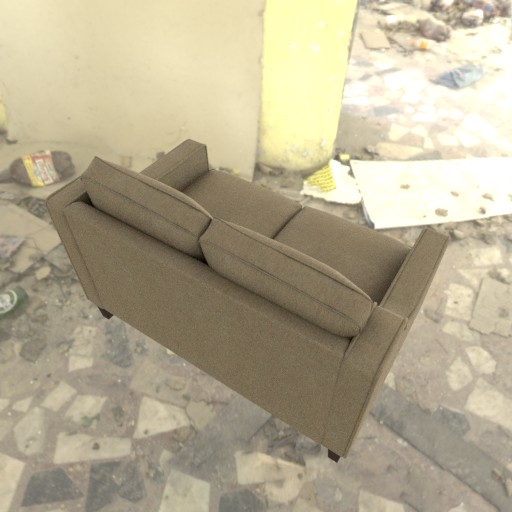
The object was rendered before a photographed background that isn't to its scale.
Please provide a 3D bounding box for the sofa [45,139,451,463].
[{"bbox_3d":[0.000,0.000,2.104,1.503,0.981,0.985,25,51,22],"label":"sofa"}]
